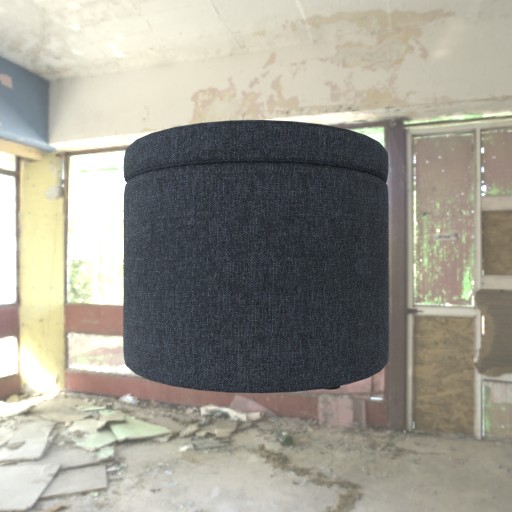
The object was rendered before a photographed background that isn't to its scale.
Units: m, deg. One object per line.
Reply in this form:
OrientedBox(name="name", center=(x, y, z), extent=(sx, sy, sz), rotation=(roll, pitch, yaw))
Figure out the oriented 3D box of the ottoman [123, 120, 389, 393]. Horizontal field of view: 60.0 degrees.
OrientedBox(name="ottoman", center=(0.000, 0.000, 0.870), extent=(0.500, 0.419, 0.500), rotation=(0, 0, 0))
